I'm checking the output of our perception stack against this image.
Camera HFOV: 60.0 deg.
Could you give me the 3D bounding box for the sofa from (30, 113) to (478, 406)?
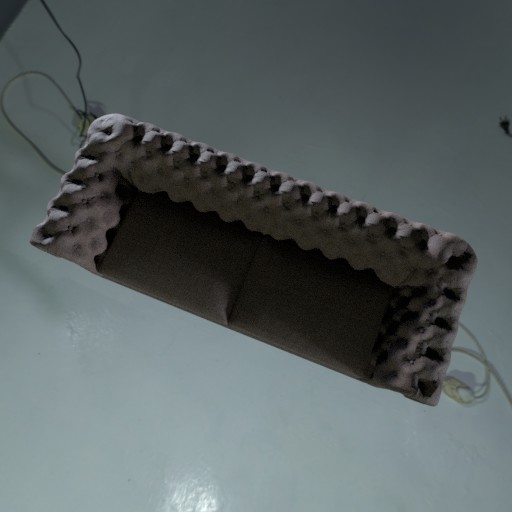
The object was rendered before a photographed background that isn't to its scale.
[{"bbox_3d":[0.000,0.000,2.746,2.385,0.787,0.944,21,77,5],"label":"sofa"}]
